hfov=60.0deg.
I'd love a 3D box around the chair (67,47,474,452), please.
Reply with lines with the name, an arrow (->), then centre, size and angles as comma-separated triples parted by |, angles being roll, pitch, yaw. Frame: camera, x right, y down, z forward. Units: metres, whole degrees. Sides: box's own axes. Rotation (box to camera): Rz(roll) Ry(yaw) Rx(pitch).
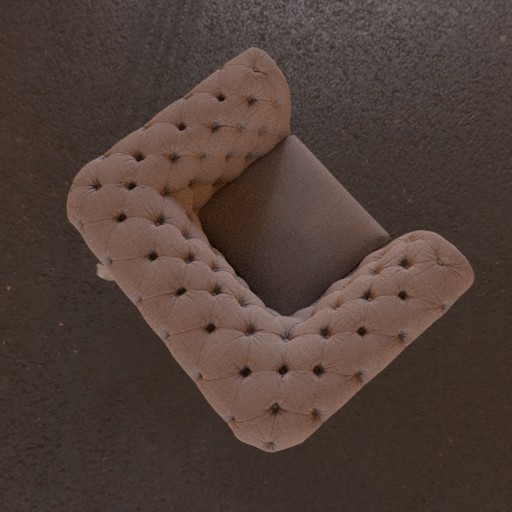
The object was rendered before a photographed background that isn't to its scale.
chair -> 0.000, 0.000, 1.873 | 0.976, 0.770, 1.270 | -39, 79, -9
